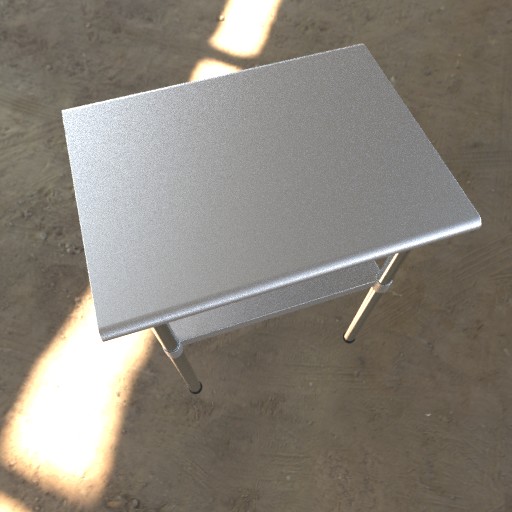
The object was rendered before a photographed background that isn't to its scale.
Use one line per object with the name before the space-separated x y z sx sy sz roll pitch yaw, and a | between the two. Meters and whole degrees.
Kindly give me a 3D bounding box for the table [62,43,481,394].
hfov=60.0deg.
table | 0.000 0.000 1.339 0.762 0.876 0.584 -16 63 -8
